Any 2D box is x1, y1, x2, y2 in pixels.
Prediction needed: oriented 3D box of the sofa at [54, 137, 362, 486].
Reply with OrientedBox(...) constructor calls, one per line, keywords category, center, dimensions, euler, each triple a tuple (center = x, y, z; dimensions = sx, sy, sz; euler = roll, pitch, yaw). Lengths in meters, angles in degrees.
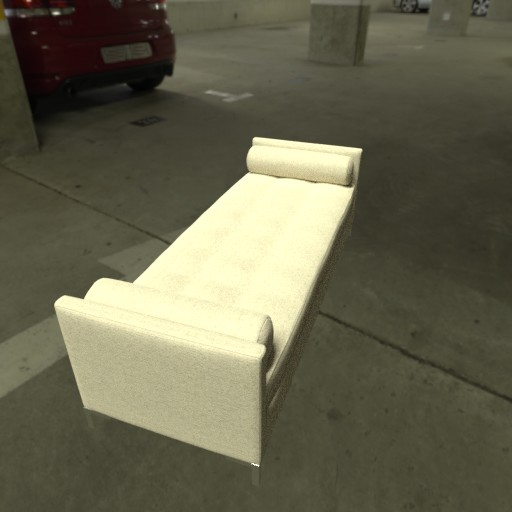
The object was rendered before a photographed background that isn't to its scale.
OrientedBox(category="sofa", center=(0.000, 0.000, 2.426), dimensions=(0.797, 0.655, 2.102), euler=(11, 33, 17))
